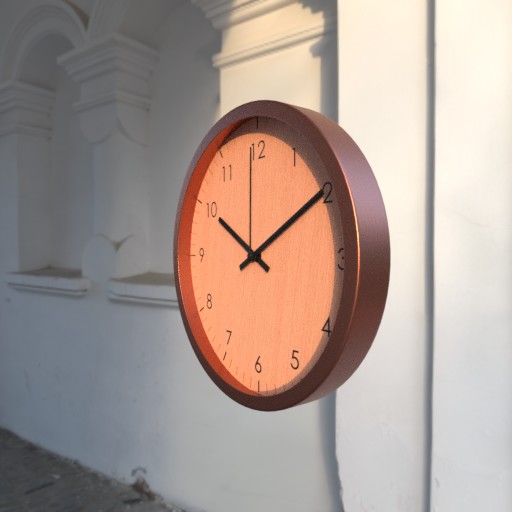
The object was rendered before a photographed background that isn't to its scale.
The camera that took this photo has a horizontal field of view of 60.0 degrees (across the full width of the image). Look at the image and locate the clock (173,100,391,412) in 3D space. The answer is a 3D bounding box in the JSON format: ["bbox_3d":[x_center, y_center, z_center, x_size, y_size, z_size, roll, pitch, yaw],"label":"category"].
[{"bbox_3d":[0.000,0.000,0.473,0.040,0.313,0.313,-1,2,-37],"label":"clock"}]
